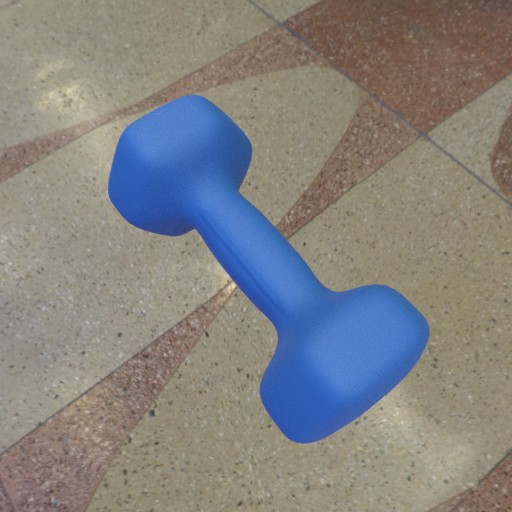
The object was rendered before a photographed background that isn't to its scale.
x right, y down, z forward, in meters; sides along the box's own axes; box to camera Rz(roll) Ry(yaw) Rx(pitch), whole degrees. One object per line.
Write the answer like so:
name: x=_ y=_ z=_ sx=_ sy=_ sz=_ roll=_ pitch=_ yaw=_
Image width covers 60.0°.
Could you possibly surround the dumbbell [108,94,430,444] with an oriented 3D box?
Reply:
dumbbell: x=0.000 y=0.000 z=0.269 sx=0.103 sy=0.093 sz=0.212 roll=-34 pitch=69 yaw=-15
